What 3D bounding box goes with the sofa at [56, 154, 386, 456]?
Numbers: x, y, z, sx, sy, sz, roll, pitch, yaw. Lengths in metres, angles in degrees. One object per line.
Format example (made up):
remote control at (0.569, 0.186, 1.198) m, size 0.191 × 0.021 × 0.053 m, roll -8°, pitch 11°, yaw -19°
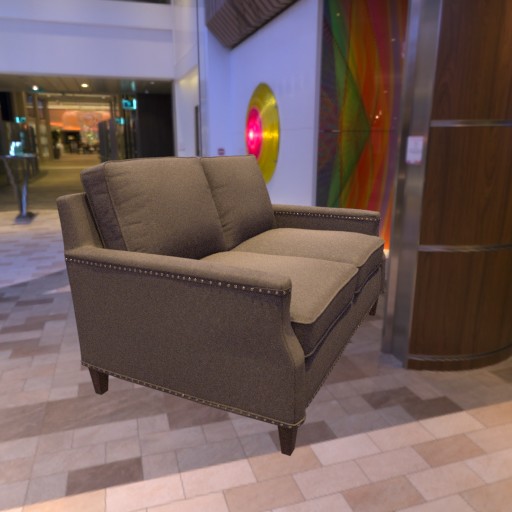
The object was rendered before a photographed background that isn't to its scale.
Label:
sofa at (0.000, 0.000, 2.283) m, size 1.084 × 1.003 × 1.597 m, roll 7°, pitch 16°, yaw 25°
